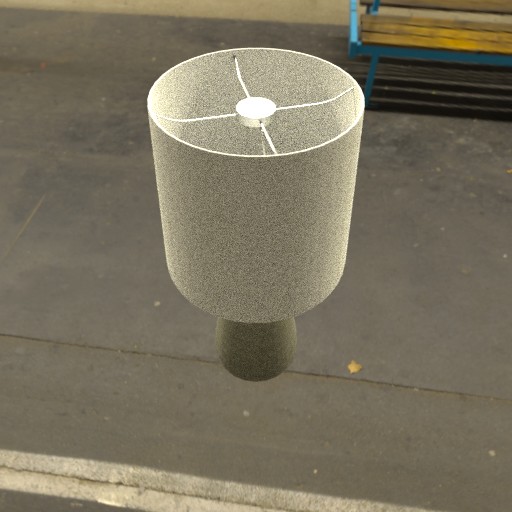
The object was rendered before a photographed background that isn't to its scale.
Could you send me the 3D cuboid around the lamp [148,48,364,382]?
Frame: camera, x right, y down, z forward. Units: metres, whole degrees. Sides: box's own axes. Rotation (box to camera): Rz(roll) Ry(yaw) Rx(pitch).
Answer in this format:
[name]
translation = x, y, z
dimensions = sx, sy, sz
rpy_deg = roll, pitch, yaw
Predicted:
[lamp]
translation = 0.000, 0.000, 0.475
dimensions = 0.186, 0.369, 0.186
rpy_deg = 0, 48, 0
